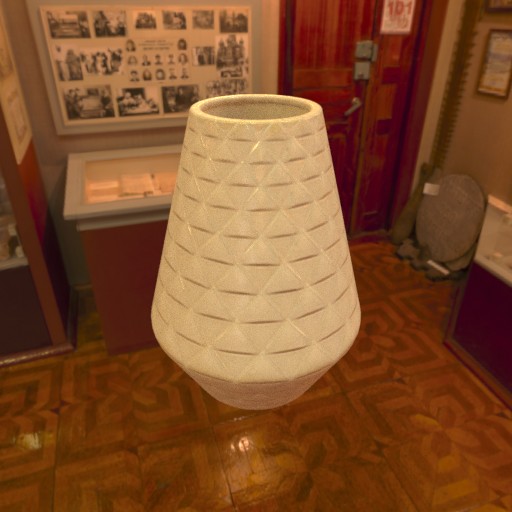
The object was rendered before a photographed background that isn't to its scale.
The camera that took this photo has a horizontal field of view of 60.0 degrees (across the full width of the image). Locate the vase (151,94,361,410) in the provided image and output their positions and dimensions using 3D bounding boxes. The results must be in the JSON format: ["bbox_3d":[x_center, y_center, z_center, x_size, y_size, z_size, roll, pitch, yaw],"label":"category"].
[{"bbox_3d":[0.000,0.000,0.353,0.175,0.230,0.175,0,30,0],"label":"vase"}]
